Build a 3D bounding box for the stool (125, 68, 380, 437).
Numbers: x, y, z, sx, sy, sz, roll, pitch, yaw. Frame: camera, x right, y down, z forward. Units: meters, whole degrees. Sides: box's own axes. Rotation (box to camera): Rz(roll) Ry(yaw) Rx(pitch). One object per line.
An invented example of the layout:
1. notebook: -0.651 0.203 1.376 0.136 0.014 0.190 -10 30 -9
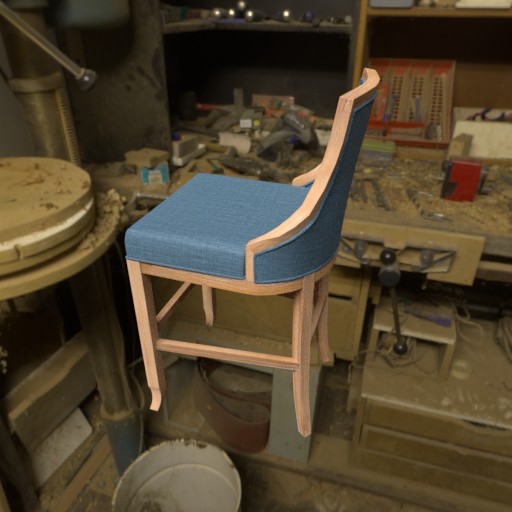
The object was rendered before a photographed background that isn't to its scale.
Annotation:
1. stool: 0.000 0.000 1.437 0.626 1.101 0.524 10 32 16
